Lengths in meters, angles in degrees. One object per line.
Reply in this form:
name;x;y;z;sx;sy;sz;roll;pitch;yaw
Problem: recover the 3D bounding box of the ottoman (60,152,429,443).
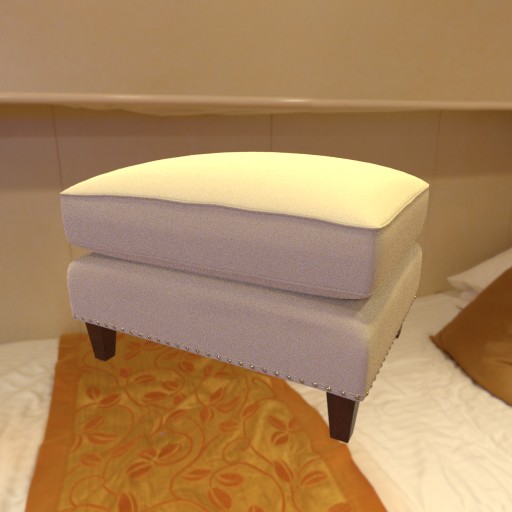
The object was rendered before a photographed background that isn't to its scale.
ottoman;0.000;0.000;1.137;0.741;0.513;0.584;9;19;27
